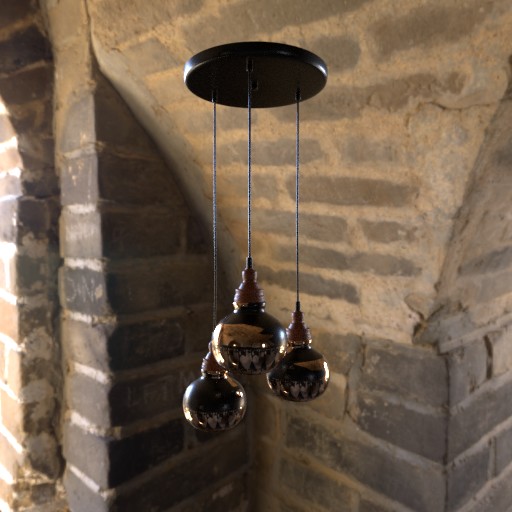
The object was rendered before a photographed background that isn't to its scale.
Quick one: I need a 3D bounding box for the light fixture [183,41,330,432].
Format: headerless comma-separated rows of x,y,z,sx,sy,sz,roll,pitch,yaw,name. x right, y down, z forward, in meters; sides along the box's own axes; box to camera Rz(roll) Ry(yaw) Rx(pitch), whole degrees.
0.000,0.000,1.710,0.608,1.410,0.605,0,0,0,light fixture
